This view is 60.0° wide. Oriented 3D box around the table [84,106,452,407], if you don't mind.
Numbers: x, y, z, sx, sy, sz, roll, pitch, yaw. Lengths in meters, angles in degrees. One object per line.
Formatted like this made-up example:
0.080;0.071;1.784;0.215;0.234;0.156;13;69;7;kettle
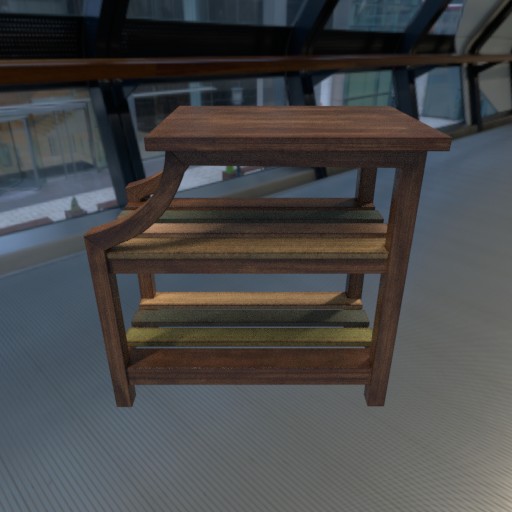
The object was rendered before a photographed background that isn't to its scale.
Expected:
0.000;0.000;0.975;0.609;0.584;0.356;0;26;0;table
